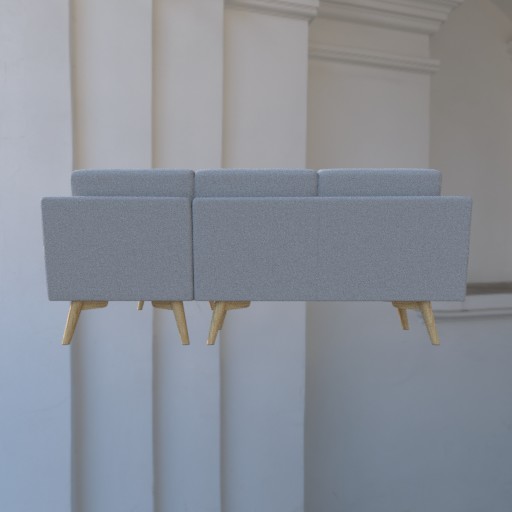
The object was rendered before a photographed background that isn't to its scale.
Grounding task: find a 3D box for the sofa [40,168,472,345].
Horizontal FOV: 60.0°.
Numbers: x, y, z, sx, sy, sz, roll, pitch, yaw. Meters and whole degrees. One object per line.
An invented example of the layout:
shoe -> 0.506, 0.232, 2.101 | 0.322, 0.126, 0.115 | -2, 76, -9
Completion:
sofa -> 0.000, 0.000, 2.815 | 2.040, 0.860, 1.530 | 0, 0, 0
